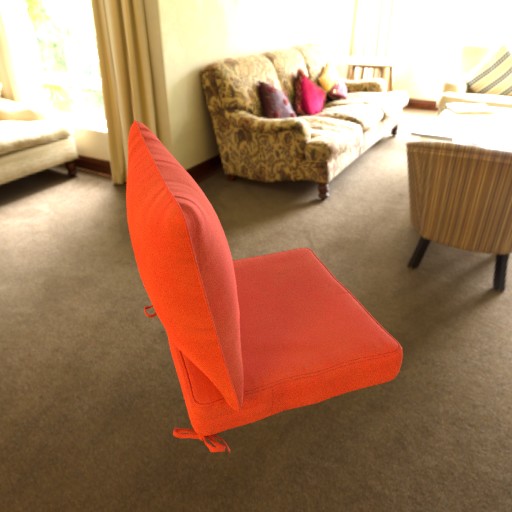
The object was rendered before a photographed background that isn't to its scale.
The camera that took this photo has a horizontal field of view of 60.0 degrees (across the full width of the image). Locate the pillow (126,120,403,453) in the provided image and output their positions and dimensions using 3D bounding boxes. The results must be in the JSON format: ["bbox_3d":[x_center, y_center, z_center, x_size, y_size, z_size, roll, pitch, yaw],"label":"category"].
[{"bbox_3d":[0.000,0.000,1.392,0.733,0.725,0.798,-10,32,-17],"label":"pillow"}]
